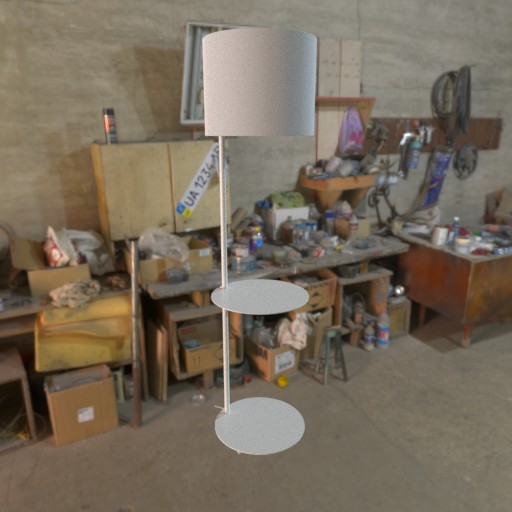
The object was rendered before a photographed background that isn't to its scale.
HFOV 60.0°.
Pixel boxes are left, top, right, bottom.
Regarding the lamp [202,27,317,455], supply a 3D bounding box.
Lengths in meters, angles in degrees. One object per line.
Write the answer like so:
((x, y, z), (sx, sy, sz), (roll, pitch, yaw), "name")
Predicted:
((0.000, 0.000, 1.651), (0.405, 1.465, 0.372), (8, 17, 27), "lamp")
